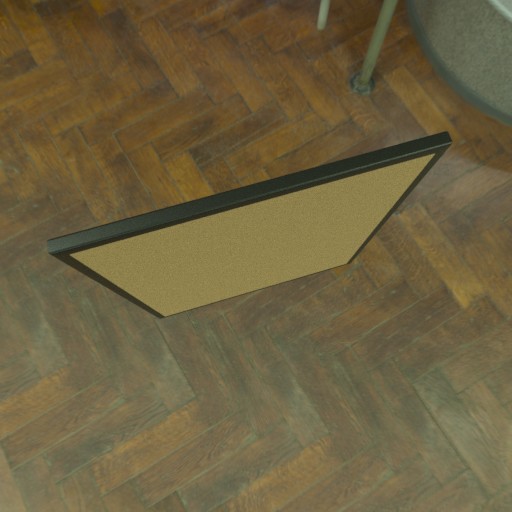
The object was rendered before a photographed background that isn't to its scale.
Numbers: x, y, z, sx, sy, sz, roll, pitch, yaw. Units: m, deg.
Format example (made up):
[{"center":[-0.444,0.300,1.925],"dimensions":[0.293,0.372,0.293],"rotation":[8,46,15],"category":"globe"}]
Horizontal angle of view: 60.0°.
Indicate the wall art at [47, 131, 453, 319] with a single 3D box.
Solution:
[{"center":[0.000,0.000,0.788],"dimensions":[0.481,0.582,0.018],"rotation":[-16,76,-4],"category":"wall art"}]
